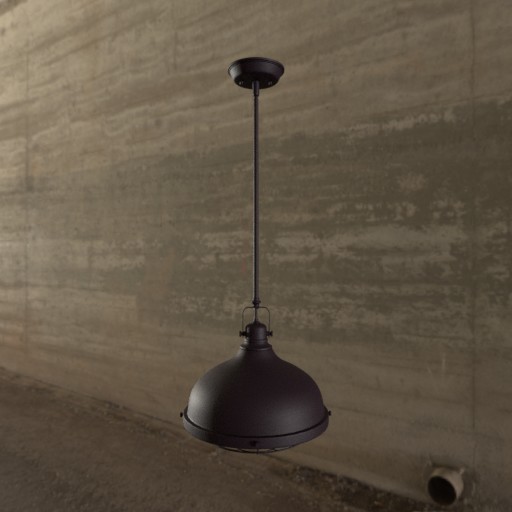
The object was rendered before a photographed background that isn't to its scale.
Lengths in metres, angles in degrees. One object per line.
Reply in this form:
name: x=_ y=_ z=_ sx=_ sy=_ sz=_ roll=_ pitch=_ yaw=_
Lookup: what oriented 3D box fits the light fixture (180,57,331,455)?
light fixture: x=0.000 y=0.000 z=1.007 sx=0.341 sy=0.849 sz=0.341 roll=0 pitch=-1 yaw=-2
